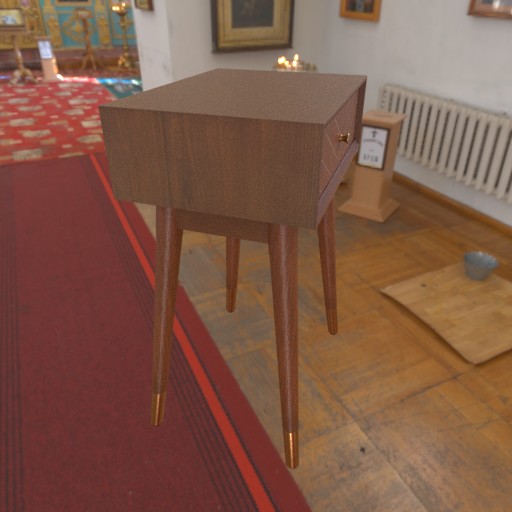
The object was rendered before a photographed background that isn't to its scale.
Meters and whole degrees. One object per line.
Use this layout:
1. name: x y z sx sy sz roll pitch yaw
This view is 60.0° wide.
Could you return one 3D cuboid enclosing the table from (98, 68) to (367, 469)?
1. table: 0.000 0.000 0.834 0.300 0.599 0.406 10 31 17
